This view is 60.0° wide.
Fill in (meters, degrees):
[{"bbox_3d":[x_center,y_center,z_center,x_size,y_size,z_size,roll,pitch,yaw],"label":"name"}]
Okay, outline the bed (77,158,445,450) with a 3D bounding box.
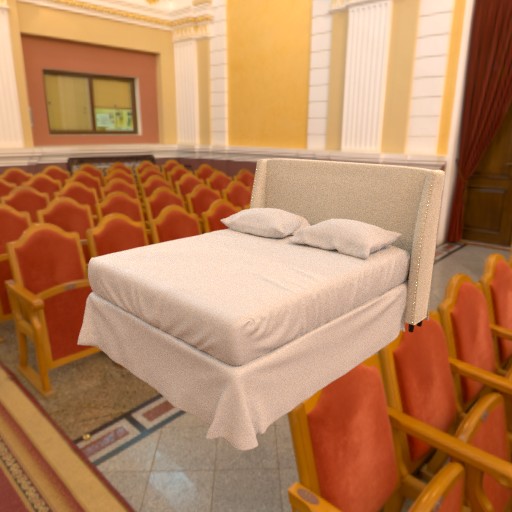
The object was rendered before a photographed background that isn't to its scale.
[{"bbox_3d":[0.000,0.000,3.469,1.925,1.332,2.276,15,22,42],"label":"bed"}]
